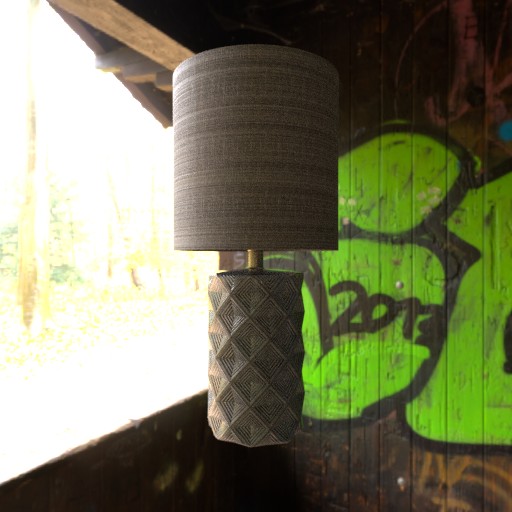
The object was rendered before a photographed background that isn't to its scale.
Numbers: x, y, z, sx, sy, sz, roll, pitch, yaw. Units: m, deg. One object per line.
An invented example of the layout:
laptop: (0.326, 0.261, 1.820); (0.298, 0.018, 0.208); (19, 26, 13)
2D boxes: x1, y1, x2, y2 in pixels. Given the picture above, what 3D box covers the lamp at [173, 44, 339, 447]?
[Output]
lamp: (0.000, 0.000, 0.727); (0.269, 0.566, 0.268); (0, 0, 0)
